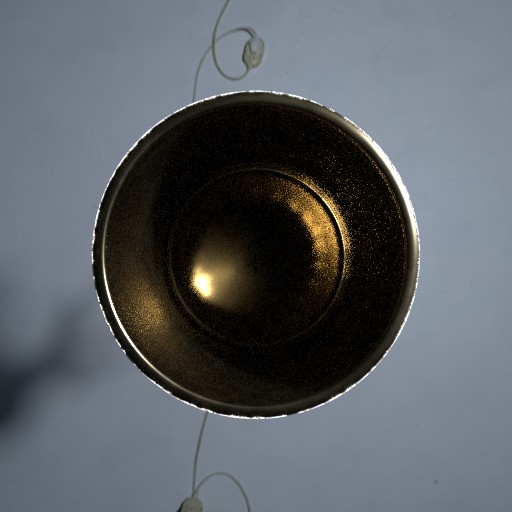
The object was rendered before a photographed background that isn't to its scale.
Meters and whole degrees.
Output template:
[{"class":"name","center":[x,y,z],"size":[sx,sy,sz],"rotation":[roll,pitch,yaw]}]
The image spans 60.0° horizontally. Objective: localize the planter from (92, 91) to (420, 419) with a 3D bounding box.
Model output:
[{"class":"planter","center":[0.000,0.000,0.312],"size":[0.178,0.157,0.178],"rotation":[0,89,0]}]
